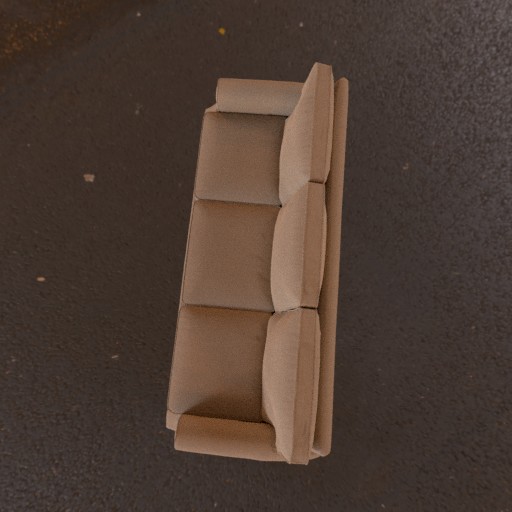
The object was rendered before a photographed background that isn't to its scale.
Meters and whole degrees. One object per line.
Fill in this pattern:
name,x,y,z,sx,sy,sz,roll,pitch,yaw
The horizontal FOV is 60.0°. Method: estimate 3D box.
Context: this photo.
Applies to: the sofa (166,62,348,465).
sofa,0.000,0.000,2.812,0.966,0.948,2.354,5,77,1
